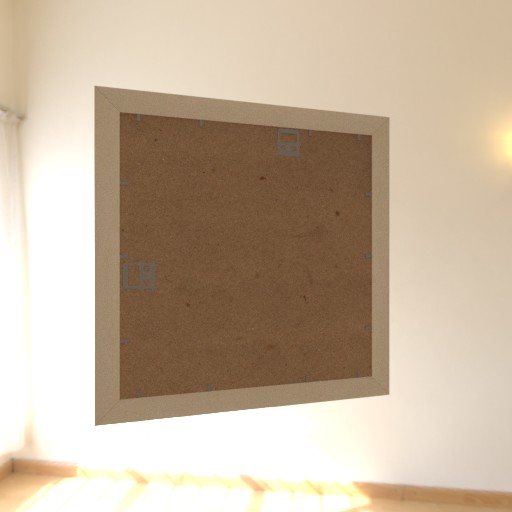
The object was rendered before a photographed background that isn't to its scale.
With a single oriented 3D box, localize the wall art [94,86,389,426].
[{"bbox_3d":[0.000,0.000,0.855,0.584,0.584,0.013,0,0,-17],"label":"wall art"}]
